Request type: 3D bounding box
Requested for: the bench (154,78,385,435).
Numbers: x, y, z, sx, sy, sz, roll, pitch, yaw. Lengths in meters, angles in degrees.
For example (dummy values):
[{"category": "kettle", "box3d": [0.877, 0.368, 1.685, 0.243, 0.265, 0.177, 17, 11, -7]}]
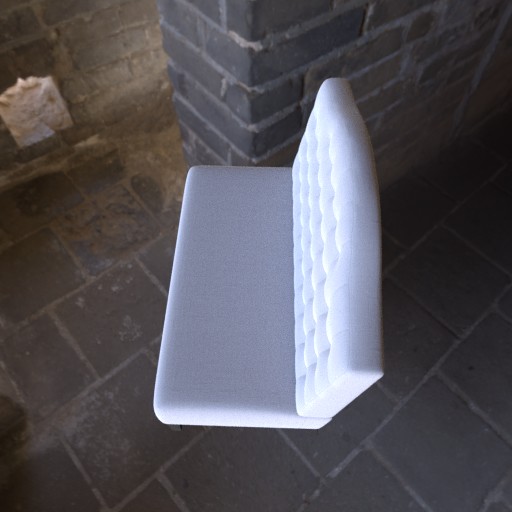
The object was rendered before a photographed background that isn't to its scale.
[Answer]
[{"category": "bench", "box3d": [0.000, 0.000, 1.992, 0.815, 1.180, 1.335, 2, 58, 1]}]
